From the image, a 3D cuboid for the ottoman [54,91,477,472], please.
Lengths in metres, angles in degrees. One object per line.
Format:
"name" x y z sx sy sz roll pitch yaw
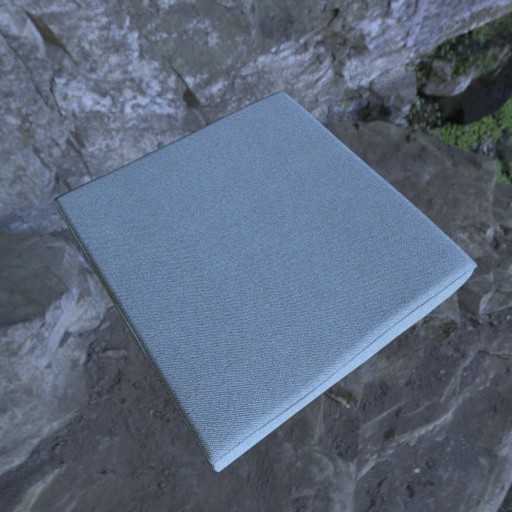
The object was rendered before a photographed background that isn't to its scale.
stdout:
"ottoman" 0.000 0.000 1.540 0.968 0.379 1.004 -31 63 -18
